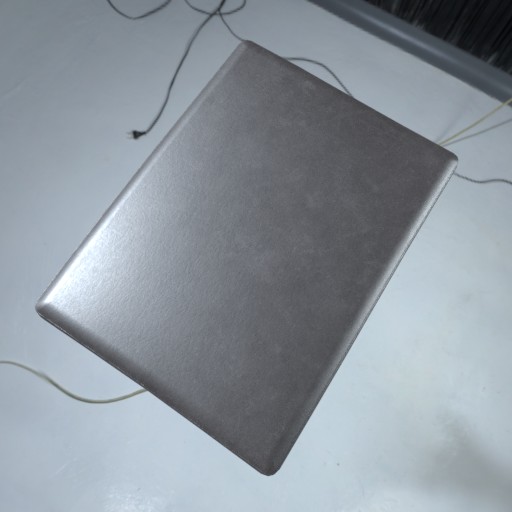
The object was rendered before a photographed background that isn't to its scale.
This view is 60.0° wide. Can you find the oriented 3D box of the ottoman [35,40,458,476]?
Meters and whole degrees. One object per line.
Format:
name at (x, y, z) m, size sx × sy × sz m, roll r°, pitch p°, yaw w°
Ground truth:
ottoman at (0.000, 0.000, 1.144) m, size 0.590 × 0.498 × 0.795 m, roll 32°, pitch 77°, yaw 8°
